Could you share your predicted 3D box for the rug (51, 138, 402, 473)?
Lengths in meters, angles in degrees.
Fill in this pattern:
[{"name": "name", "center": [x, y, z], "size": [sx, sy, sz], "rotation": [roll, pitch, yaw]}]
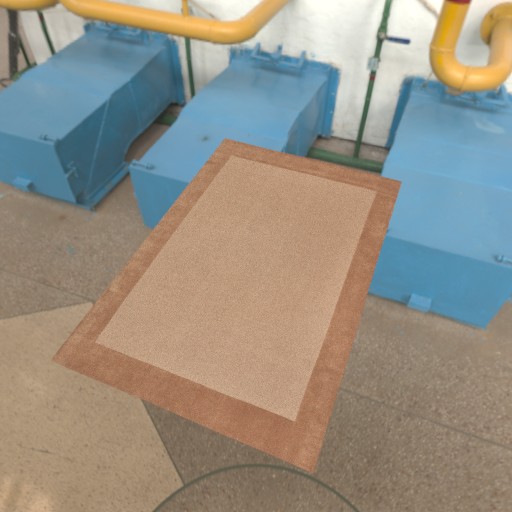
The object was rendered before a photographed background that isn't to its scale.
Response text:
[{"name": "rug", "center": [0.000, 0.000, 2.368], "size": [1.219, 0.014, 1.829], "rotation": [17, 51, 14]}]
